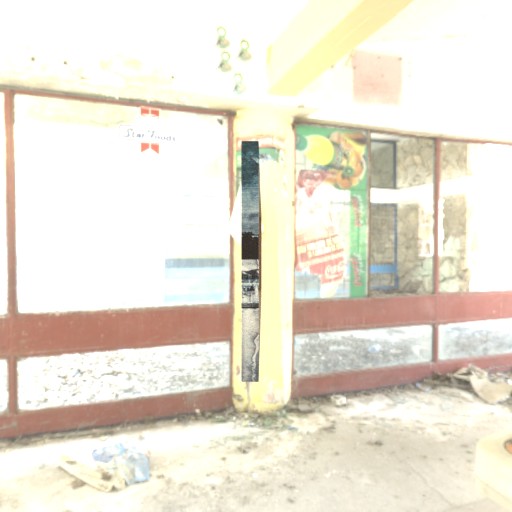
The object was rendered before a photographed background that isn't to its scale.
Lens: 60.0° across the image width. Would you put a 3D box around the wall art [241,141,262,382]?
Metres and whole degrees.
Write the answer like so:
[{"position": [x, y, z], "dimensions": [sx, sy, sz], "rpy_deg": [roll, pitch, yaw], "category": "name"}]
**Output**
[{"position": [0.000, 0.000, 1.695], "dimensions": [0.037, 0.509, 1.524], "rpy_deg": [0, 1, 1], "category": "wall art"}]
